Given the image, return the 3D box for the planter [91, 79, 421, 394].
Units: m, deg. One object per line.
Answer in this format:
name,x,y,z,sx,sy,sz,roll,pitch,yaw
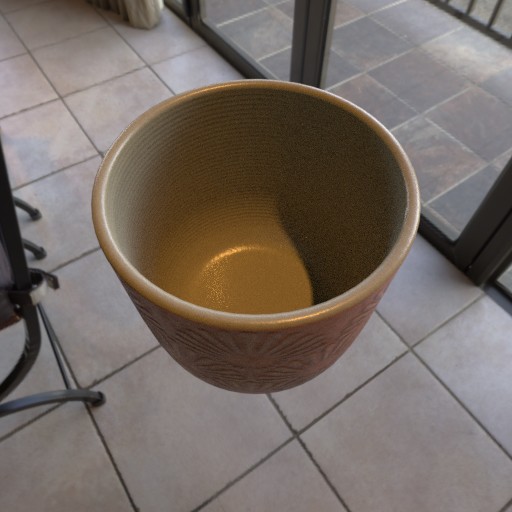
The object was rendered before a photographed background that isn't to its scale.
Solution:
planter,0.000,0.000,0.214,0.124,0.109,0.124,0,57,0
